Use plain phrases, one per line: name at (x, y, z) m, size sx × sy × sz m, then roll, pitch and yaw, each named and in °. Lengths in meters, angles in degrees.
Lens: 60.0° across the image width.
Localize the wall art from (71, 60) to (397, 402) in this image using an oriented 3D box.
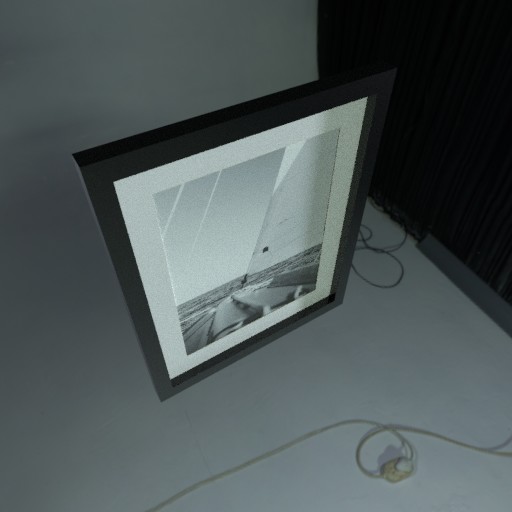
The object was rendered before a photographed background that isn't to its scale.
wall art at (0.000, 0.000, 0.766) m, size 0.461 × 0.558 × 0.031 m, roll -24°, pitch 51°, yaw -21°
